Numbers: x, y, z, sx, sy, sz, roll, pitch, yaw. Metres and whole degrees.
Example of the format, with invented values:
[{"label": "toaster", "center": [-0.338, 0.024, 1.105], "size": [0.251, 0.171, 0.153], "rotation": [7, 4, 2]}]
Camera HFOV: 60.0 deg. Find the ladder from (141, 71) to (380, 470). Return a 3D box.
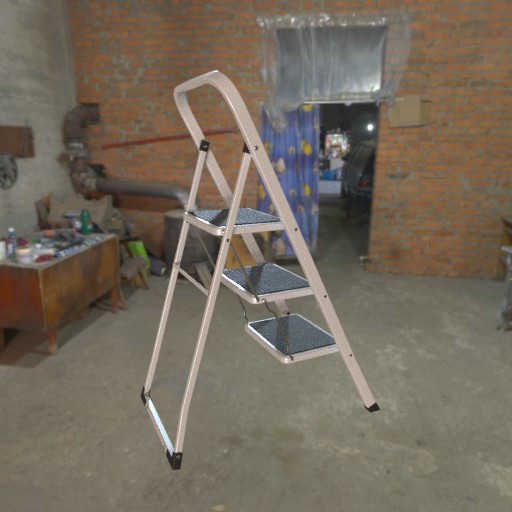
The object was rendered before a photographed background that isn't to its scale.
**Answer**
[{"label": "ladder", "center": [0.000, 0.000, 1.414], "size": [0.711, 1.050, 0.460], "rotation": [-7, 16, -25]}]
